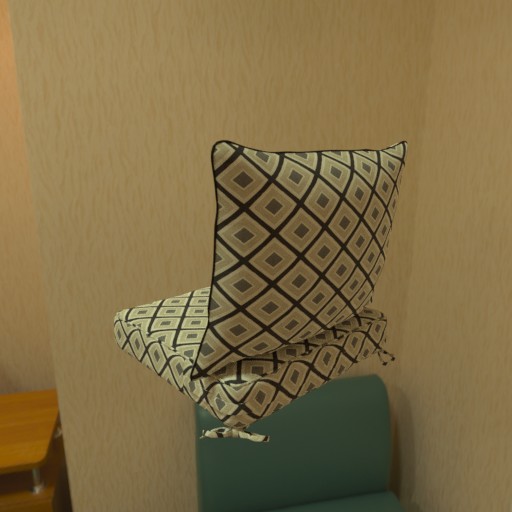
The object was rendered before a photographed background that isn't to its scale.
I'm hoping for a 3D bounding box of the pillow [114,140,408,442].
[{"bbox_3d":[0.000,0.000,1.416,0.798,0.722,0.733,-14,20,-41],"label":"pillow"}]
